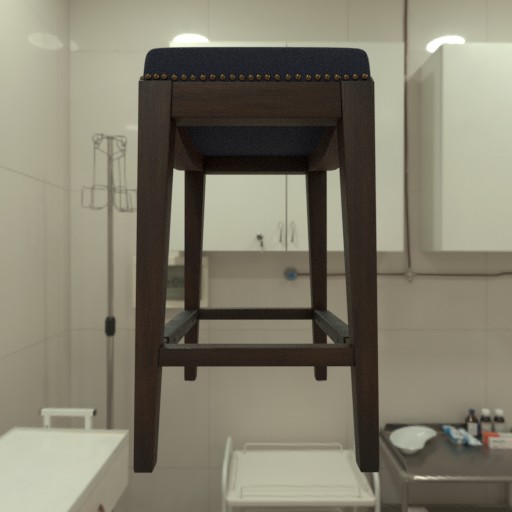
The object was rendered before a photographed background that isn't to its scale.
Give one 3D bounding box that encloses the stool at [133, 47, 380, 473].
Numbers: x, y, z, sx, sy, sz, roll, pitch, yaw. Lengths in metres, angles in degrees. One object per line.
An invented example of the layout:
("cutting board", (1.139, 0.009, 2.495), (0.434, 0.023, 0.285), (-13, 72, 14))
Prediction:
("stool", (0.000, 0.000, 0.896), (0.361, 0.642, 0.500), (0, 0, 0))
